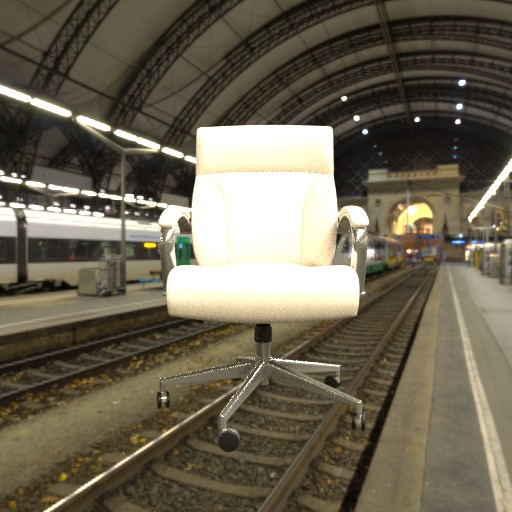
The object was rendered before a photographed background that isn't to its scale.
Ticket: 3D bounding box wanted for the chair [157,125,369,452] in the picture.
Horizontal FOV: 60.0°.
[{"bbox_3d":[0.000,0.000,1.610,0.727,1.099,0.745,0,0,2],"label":"chair"}]
